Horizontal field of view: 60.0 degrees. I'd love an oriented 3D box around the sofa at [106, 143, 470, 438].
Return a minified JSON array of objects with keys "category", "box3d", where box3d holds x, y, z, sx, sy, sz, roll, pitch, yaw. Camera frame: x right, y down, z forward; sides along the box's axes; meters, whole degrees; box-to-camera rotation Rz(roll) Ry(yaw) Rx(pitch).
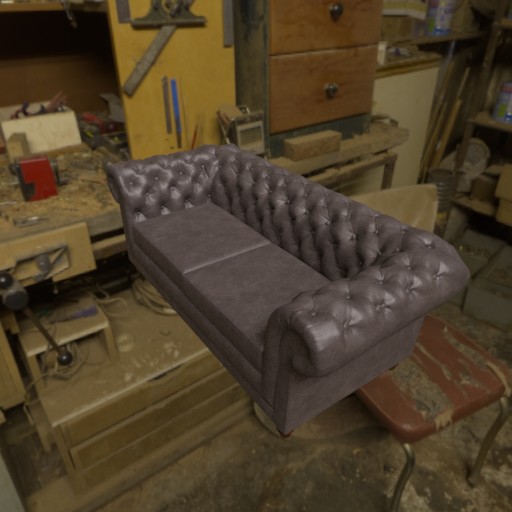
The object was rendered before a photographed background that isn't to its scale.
[{"category":"sofa","box3d":[0.000,0.000,2.496,0.944,0.779,2.048,-20,36,-30]}]
